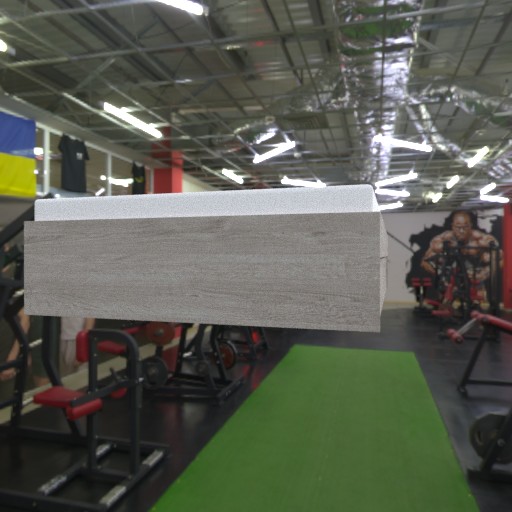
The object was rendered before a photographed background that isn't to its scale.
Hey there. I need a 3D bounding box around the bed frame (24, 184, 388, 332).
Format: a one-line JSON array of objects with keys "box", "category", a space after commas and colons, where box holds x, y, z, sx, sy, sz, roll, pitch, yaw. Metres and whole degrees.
[{"box": [0.000, 0.000, 2.585, 1.448, 0.490, 1.944, 0, 0, 17], "category": "bed frame"}]
